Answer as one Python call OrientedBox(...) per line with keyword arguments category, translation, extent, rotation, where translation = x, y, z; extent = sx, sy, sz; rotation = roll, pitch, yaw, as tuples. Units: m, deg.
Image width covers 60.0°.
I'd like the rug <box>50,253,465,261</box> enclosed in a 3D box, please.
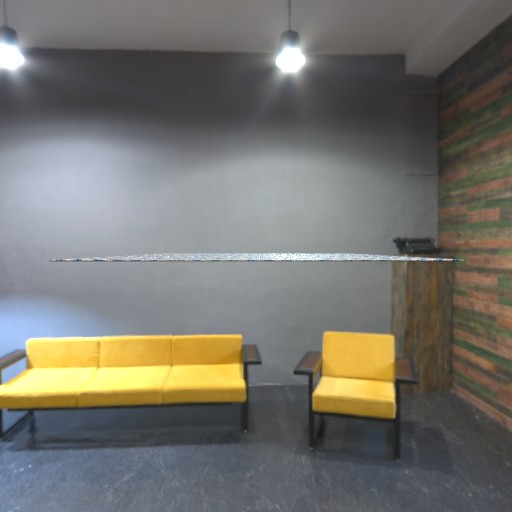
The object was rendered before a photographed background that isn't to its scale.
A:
OrientedBox(category="rug", translation=(0.000, 0.000, 4.128), extent=(2.453, 0.008, 3.059), rotation=(0, 1, -1))
